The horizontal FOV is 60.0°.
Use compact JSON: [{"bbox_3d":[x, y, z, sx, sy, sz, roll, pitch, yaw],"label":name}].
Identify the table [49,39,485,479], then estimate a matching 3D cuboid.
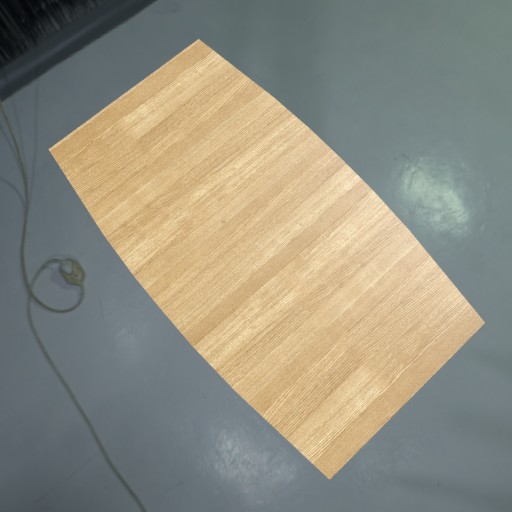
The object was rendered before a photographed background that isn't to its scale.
[{"bbox_3d":[0.000,0.000,2.030,0.900,0.748,1.598,-41,79,-9],"label":"table"}]
